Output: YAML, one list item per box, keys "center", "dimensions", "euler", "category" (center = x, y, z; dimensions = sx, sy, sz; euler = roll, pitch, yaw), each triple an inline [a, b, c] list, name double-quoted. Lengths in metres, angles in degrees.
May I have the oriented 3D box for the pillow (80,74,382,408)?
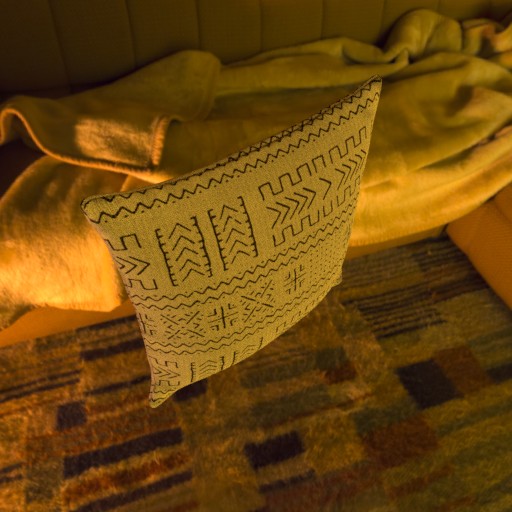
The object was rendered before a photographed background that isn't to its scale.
- center: [0.000, 0.000, 0.661]
  dimensions: [0.438, 0.430, 0.164]
  euler: [-30, 53, -26]
  category: "pillow"
